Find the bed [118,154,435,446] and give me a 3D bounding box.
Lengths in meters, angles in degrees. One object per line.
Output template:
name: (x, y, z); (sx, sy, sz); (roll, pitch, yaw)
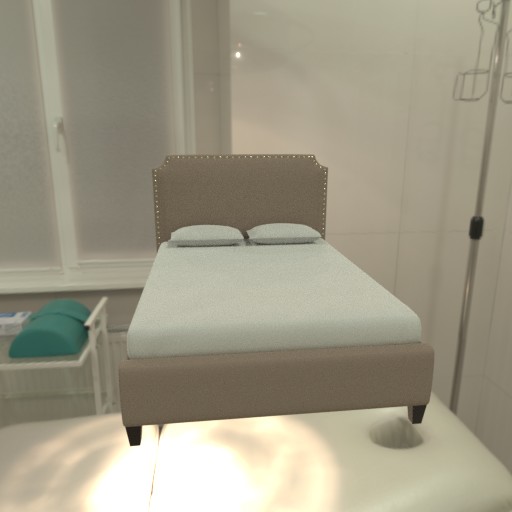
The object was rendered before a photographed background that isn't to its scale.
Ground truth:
bed: (0.000, 0.000, 3.366); (1.713, 1.443, 2.372); (-2, 15, -7)
